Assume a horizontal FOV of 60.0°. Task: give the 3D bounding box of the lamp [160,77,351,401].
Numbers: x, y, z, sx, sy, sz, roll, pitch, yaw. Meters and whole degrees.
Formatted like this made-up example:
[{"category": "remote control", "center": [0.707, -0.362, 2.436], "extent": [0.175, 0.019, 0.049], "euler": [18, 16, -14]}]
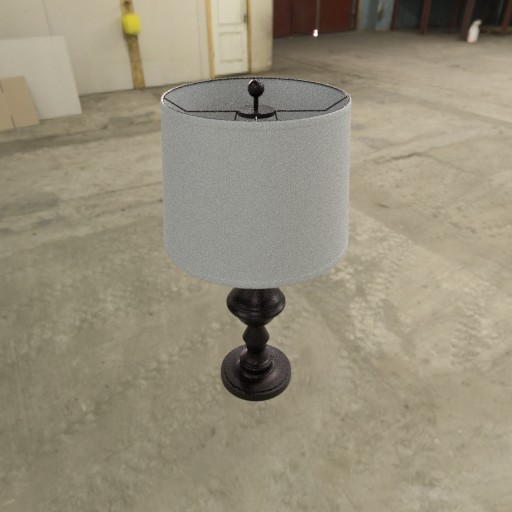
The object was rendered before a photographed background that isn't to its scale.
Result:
[{"category": "lamp", "center": [0.000, 0.000, 0.964], "extent": [0.383, 0.726, 0.383], "euler": [0, 32, 0]}]
